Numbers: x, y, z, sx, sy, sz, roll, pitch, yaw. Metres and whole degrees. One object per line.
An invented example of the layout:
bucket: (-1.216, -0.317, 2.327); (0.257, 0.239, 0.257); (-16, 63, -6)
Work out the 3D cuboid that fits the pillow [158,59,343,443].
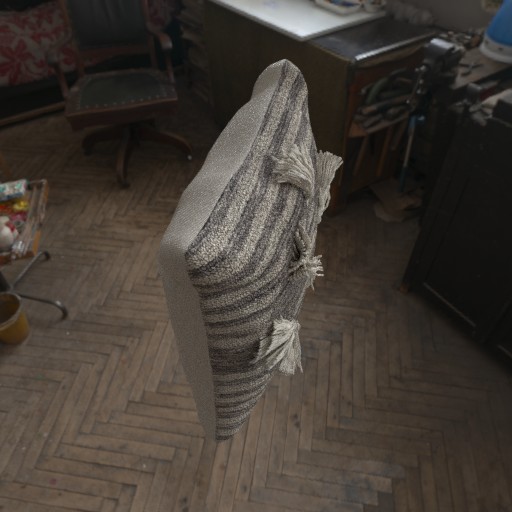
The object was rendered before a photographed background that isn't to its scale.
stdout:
pillow: (0.000, 0.000, 0.768); (0.234, 0.490, 0.484); (11, 48, 10)
